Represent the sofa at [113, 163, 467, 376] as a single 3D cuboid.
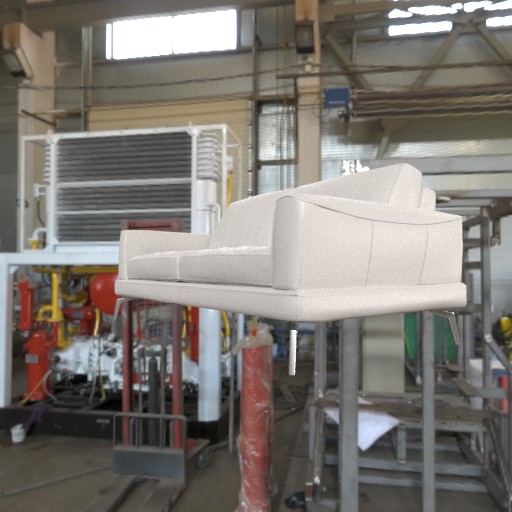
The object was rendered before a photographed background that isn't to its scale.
[{"bbox_3d":[0.000,0.000,2.734,1.121,0.930,2.177,1,-2,-35],"label":"sofa"}]
